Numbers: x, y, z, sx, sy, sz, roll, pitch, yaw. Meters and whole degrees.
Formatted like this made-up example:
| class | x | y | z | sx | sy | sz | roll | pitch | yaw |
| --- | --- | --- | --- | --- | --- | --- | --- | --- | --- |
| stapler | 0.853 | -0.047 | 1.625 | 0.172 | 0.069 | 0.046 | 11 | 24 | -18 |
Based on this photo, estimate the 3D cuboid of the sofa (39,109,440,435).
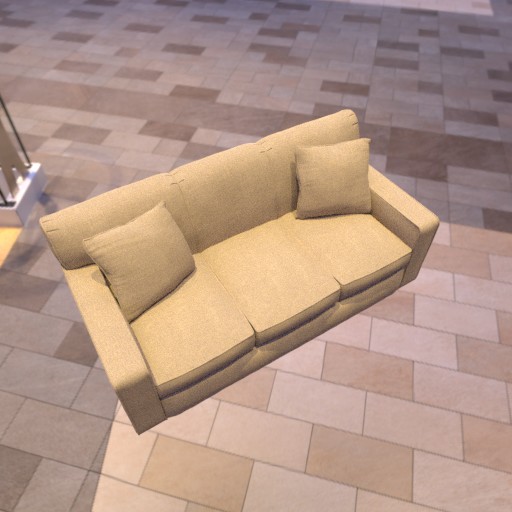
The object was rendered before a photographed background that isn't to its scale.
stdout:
| class | x | y | z | sx | sy | sz | roll | pitch | yaw |
| --- | --- | --- | --- | --- | --- | --- | --- | --- | --- |
| sofa | 0.000 | 0.000 | 2.633 | 2.024 | 0.958 | 0.997 | -25 | 52 | -21 |
